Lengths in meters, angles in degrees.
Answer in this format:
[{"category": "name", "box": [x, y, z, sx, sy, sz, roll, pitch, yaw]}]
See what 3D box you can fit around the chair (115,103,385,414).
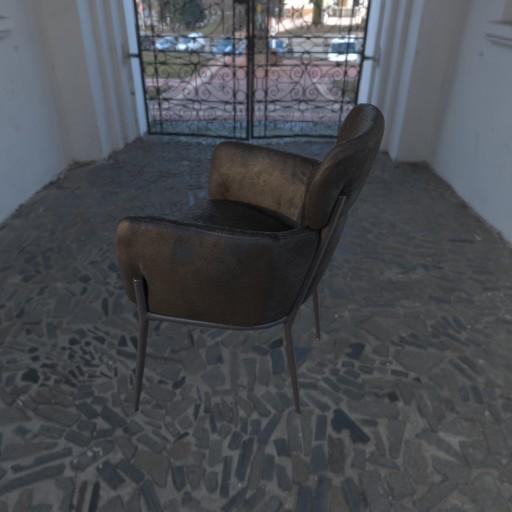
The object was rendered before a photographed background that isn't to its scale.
[{"category": "chair", "box": [0.000, 0.000, 1.274, 0.604, 0.818, 0.640, 9, 32, 15]}]
